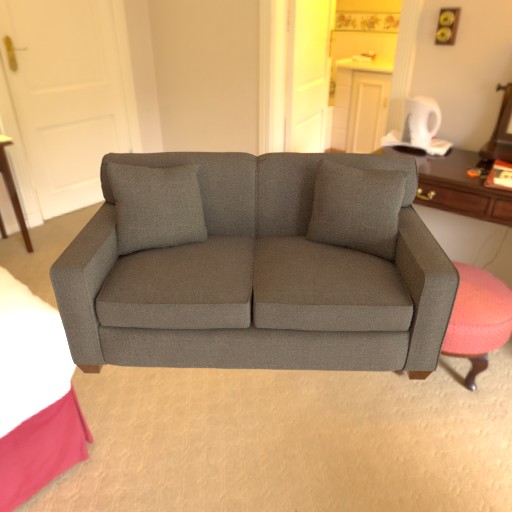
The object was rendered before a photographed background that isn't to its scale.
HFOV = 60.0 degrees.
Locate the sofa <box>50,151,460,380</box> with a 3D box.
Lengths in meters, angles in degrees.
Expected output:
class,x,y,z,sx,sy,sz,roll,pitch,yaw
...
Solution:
class,x,y,z,sx,sy,sz,roll,pitch,yaw
sofa,0.000,0.000,2.434,1.846,0.958,1.000,1,29,1
